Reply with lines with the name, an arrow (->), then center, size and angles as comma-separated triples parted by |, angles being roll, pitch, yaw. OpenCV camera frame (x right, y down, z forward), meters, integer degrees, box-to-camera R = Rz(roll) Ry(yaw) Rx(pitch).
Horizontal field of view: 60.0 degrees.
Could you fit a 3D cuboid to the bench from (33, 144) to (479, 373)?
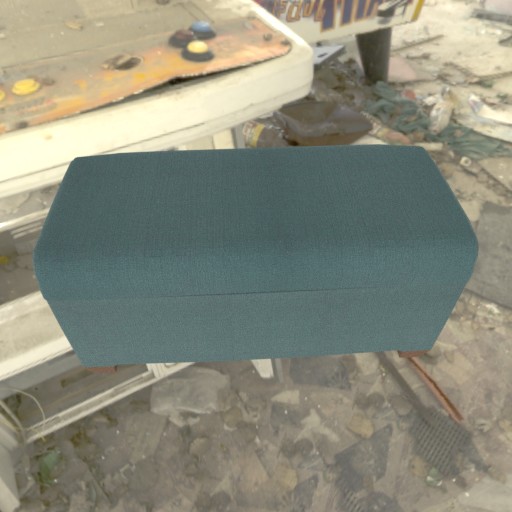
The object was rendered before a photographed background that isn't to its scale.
bench -> 0.000, 0.000, 1.245 | 0.995, 0.474, 0.476 | -2, 47, -2
